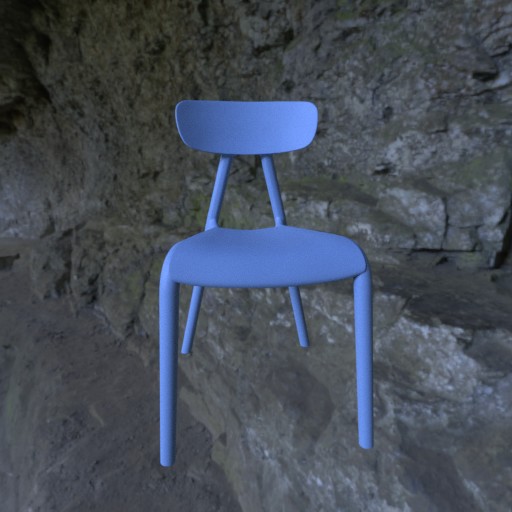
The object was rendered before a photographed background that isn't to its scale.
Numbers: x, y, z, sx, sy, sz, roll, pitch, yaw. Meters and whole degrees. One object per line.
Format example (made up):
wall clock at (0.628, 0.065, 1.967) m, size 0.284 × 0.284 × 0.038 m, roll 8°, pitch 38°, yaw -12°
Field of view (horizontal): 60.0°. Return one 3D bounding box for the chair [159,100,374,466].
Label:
chair at (0.000, 0.000, 0.841) m, size 0.356 × 0.580 × 0.401 m, roll -2°, pitch 15°, yaw -7°
